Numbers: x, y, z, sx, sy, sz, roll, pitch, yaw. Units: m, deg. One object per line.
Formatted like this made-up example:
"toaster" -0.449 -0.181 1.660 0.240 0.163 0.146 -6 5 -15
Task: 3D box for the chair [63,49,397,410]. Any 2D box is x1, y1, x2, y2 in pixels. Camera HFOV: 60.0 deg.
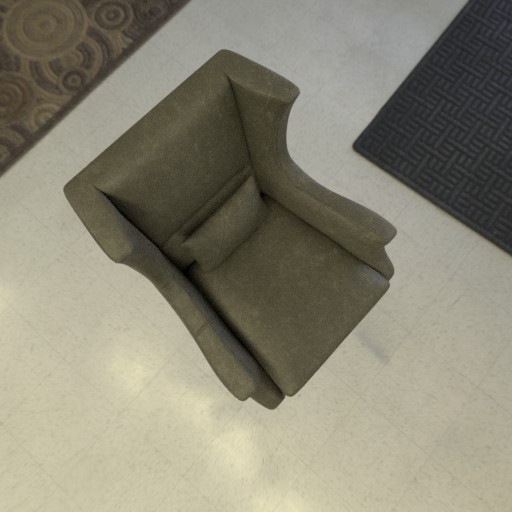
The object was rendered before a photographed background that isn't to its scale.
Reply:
"chair" 0.000 0.000 1.717 0.926 1.016 0.853 42 79 10
